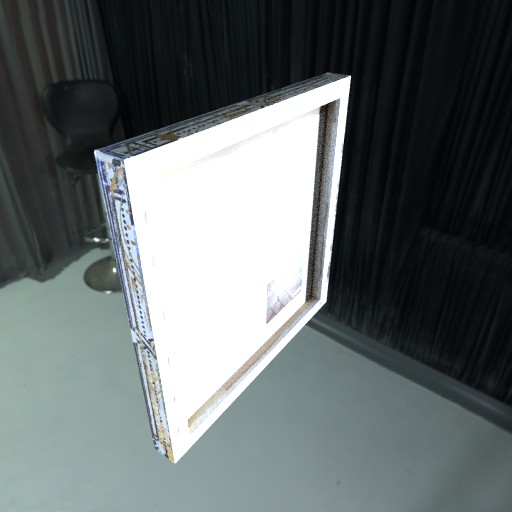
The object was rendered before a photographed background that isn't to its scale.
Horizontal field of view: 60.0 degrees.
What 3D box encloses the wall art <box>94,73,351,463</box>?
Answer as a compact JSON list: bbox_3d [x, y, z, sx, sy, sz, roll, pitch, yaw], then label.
[{"bbox_3d":[0.000,0.000,0.610,0.038,0.410,0.411,21,38,29],"label":"wall art"}]
